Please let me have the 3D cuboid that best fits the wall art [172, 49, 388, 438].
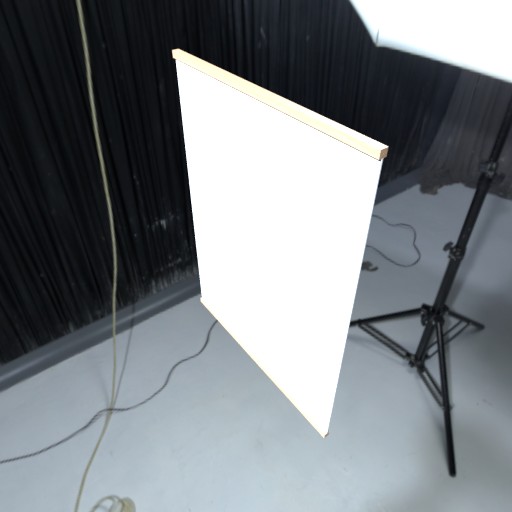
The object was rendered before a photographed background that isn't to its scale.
[{"bbox_3d":[0.000,0.000,0.808,0.012,0.608,0.459,-26,46,-27],"label":"wall art"}]
